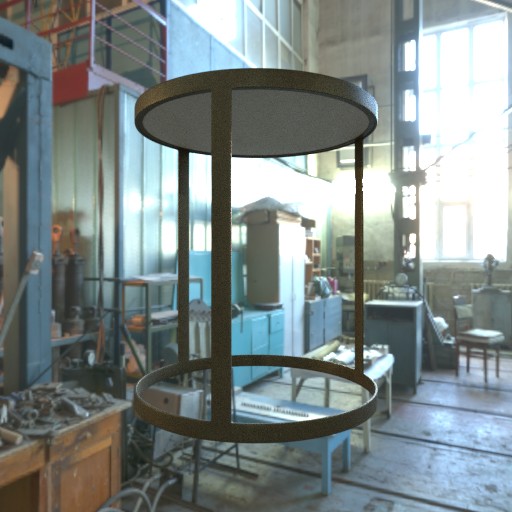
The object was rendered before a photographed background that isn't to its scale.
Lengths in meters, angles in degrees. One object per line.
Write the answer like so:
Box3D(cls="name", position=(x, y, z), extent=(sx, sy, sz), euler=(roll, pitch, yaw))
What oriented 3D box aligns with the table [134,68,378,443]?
Box3D(cls="table", position=(0.000, 0.000, 0.906), extent=(0.480, 0.565, 0.480), euler=(0, 0, 0))
